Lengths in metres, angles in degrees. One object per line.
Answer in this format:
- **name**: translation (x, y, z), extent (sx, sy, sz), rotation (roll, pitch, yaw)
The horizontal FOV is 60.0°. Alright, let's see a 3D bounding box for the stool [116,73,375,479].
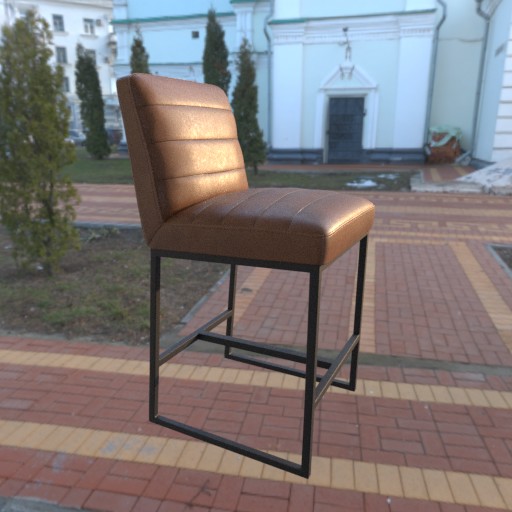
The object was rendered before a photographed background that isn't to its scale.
- **stool**: translation (0.000, 0.000, 1.235), extent (0.556, 0.940, 0.458), rotation (8, 17, 26)
